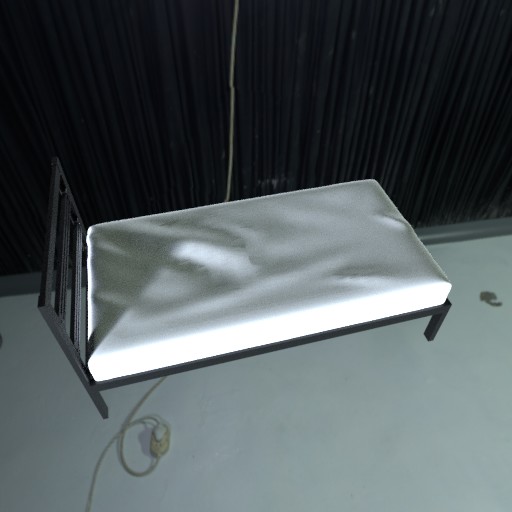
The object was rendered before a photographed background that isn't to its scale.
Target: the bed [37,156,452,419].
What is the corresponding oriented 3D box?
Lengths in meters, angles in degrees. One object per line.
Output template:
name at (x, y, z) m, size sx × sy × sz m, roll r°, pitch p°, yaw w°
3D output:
bed at (0.000, 0.000, 2.461) m, size 1.930 × 0.967 × 0.991 m, roll -11°, pitch 47°, yaw -10°
